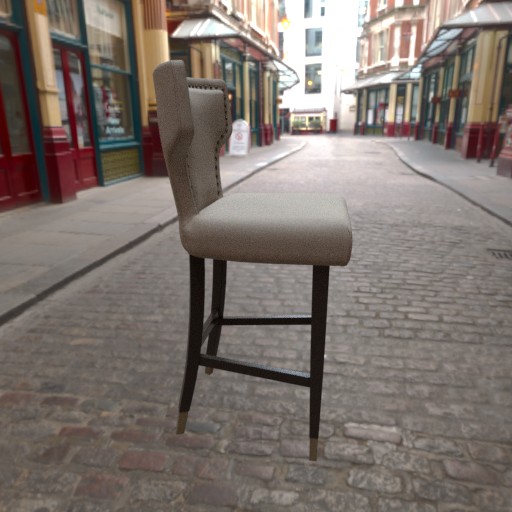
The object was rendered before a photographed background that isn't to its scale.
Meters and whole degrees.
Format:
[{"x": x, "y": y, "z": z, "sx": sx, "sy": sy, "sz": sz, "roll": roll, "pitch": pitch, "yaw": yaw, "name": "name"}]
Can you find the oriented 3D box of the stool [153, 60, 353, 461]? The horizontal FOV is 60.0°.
[{"x": 0.000, "y": 0.000, "z": 1.403, "sx": 0.563, "sy": 1.092, "sz": 0.526, "roll": 3, "pitch": 16, "yaw": 9, "name": "stool"}]
